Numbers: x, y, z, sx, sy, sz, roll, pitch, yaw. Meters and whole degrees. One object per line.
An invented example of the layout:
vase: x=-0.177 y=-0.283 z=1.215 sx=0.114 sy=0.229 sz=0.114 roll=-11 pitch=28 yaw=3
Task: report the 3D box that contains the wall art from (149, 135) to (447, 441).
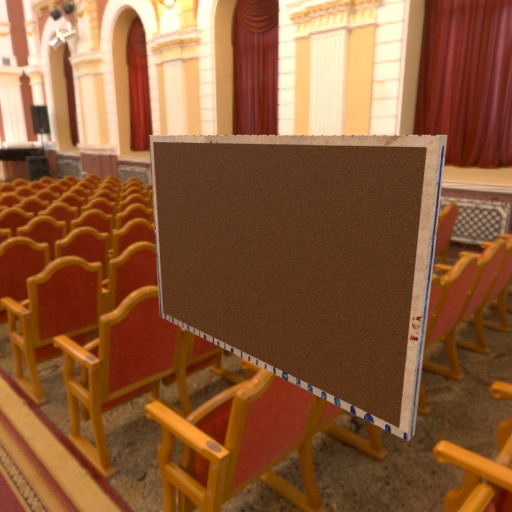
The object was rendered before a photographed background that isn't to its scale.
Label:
wall art: x=0.000 y=0.000 z=1.158 sx=0.030 sy=0.609 sz=0.919 roll=-15 pitch=21 yaw=-43
